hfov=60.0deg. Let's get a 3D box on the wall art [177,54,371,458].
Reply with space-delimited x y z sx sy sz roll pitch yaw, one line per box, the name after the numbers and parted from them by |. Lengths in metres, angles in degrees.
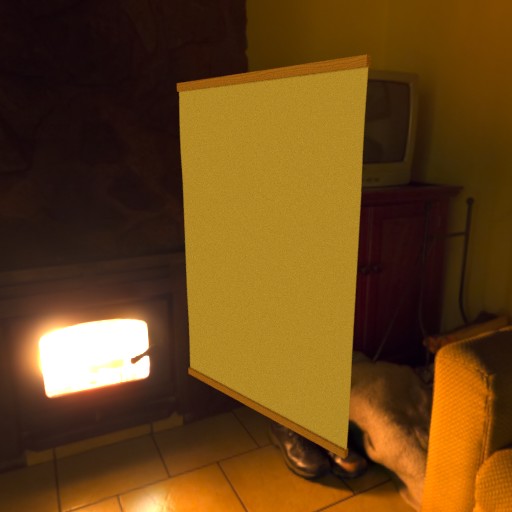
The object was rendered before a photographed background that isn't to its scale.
0.000 0.000 1.964 1.011 1.521 0.025 13 19 42 | wall art
